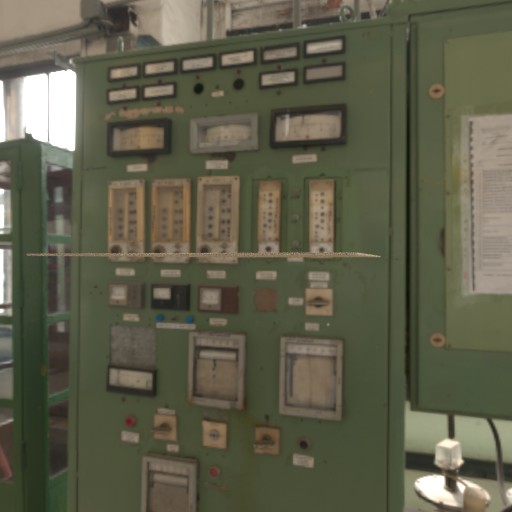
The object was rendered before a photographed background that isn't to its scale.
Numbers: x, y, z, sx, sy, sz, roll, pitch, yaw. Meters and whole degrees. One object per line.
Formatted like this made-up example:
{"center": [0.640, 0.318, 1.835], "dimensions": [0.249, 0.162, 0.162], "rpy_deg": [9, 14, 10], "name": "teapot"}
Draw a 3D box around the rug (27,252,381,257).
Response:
{"center": [0.000, 0.000, 2.227], "dimensions": [1.142, 0.006, 1.752], "rpy_deg": [0, 0, 18], "name": "rug"}
